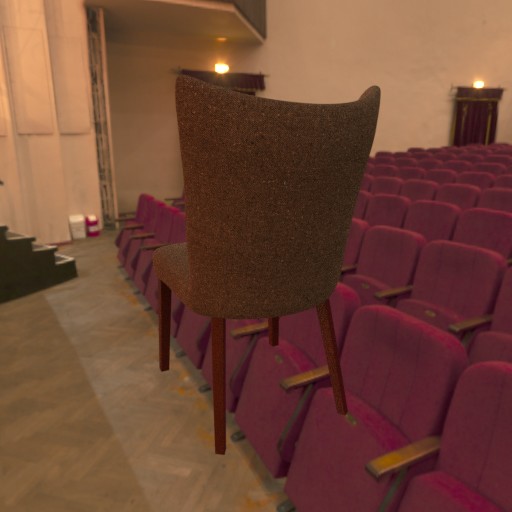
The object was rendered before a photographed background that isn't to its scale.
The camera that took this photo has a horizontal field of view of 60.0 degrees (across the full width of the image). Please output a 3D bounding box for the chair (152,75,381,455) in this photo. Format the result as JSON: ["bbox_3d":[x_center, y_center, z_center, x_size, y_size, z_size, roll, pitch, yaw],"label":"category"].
[{"bbox_3d":[0.000,0.000,1.293,0.535,0.924,0.623,-7,17,-25],"label":"chair"}]
